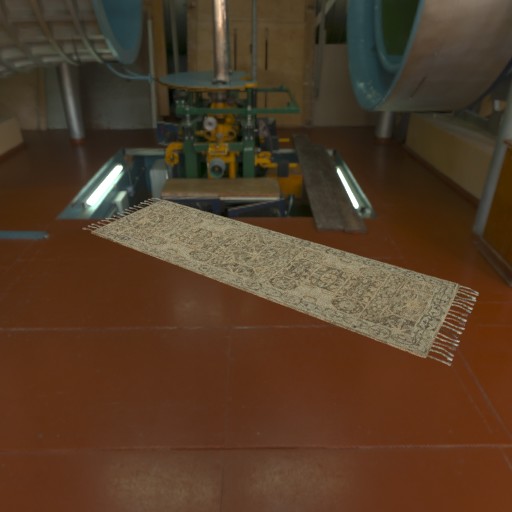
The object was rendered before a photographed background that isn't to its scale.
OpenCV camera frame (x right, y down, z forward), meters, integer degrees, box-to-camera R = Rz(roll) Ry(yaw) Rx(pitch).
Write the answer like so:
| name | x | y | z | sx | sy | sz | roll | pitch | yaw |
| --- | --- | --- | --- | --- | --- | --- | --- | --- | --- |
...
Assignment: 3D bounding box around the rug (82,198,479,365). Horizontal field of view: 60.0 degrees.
| name | x | y | z | sx | sy | sz | roll | pitch | yaw |
| --- | --- | --- | --- | --- | --- | --- | --- | --- | --- |
| rug | 0.000 | 0.000 | 2.974 | 2.664 | 0.011 | 0.762 | 18 | 34 | 29 |
